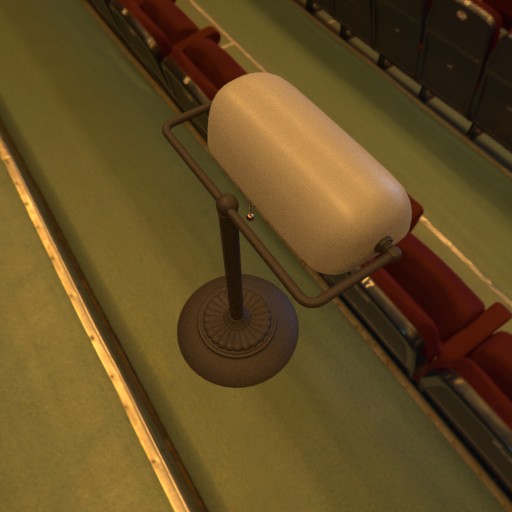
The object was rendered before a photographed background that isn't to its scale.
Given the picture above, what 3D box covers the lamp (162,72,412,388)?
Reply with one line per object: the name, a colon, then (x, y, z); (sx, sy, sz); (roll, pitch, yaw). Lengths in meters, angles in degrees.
lamp: (0.000, 0.000, 0.519); (0.243, 0.339, 0.264); (-30, 63, -17)
